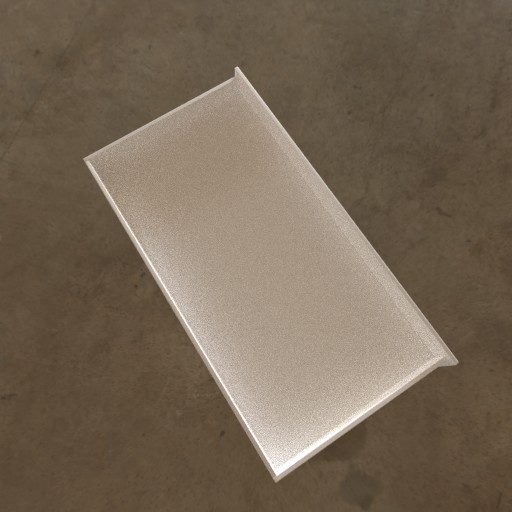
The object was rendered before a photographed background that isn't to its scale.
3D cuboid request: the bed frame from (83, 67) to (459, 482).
[{"bbox_3d":[0.000,0.000,1.548,0.670,0.141,1.300,-32,77,-9],"label":"bed frame"}]
